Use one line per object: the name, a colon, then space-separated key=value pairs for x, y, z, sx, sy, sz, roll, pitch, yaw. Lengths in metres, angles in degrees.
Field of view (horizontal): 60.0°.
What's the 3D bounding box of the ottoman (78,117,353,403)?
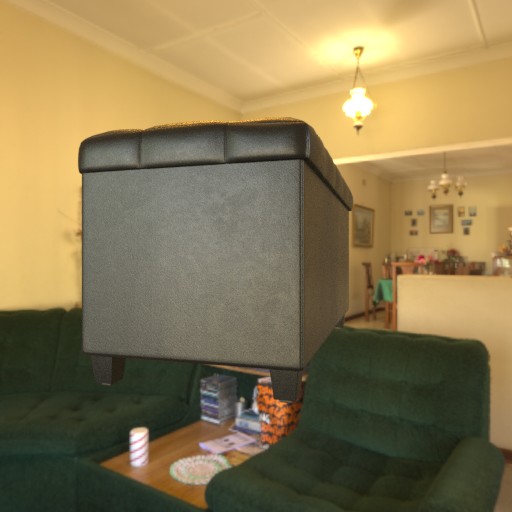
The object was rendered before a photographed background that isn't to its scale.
ottoman: x=0.000 y=0.000 z=1.124 sx=0.432 sy=0.470 sz=0.838 roll=0 pitch=0 yaw=17
